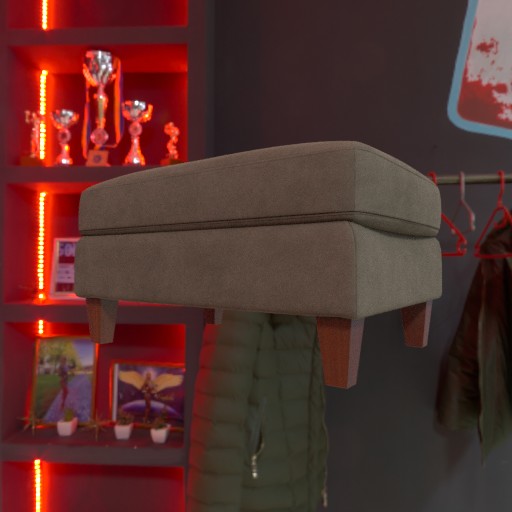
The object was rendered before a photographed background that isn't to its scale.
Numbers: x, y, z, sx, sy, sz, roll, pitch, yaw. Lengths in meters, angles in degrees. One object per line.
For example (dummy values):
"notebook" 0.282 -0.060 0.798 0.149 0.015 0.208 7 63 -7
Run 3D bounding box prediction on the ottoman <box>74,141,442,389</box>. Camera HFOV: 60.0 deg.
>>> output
"ottoman" 0.000 0.000 1.220 0.864 0.483 0.584 -1 -1 36
